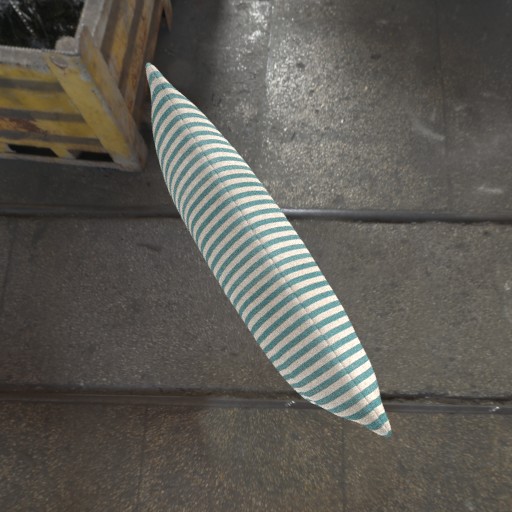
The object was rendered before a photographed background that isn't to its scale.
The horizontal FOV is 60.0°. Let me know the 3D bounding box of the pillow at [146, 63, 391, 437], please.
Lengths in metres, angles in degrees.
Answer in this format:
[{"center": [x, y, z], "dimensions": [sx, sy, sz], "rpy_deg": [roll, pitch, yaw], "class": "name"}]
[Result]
[{"center": [0.000, 0.000, 0.737], "dimensions": [0.151, 0.295, 0.617], "rpy_deg": [-31, 77, -8], "class": "pillow"}]
